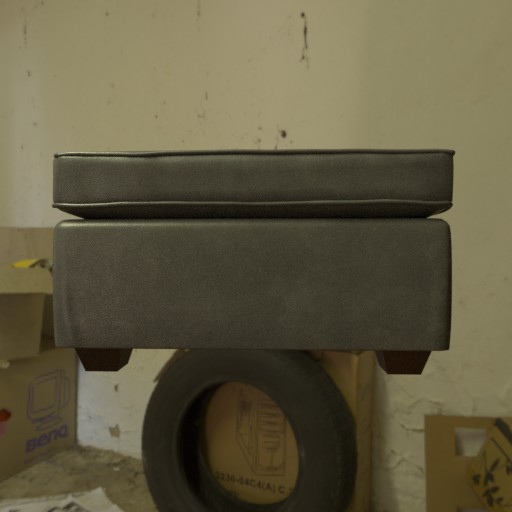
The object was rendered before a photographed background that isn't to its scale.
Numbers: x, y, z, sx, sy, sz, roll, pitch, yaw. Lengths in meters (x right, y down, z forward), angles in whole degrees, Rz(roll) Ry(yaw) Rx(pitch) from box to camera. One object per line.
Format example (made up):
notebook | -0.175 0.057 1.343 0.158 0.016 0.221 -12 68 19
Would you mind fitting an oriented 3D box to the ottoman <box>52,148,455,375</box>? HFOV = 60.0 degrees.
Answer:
ottoman | 0.000 0.000 1.069 0.756 0.445 0.554 0 0 2
